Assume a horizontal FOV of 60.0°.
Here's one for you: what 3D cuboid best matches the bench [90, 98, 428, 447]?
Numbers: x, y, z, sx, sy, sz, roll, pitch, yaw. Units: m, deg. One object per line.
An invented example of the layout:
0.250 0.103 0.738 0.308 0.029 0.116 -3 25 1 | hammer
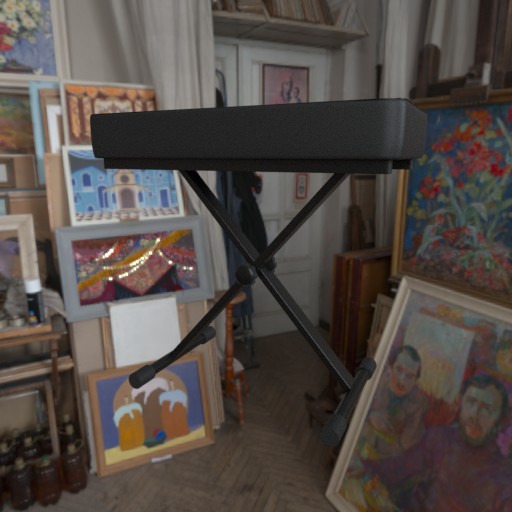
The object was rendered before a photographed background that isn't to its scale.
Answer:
0.000 0.000 0.918 0.600 0.561 0.300 6 14 26 | bench
